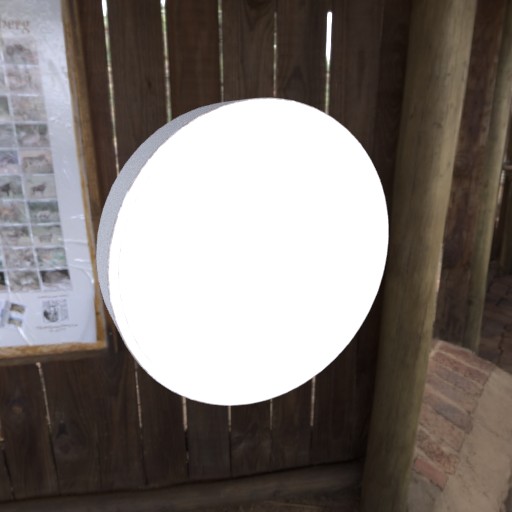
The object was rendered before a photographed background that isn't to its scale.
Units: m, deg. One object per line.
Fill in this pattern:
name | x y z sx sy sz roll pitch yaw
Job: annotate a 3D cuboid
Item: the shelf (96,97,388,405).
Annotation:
shelf | 0.000 0.000 1.210 0.806 0.807 0.158 -8 18 -26
